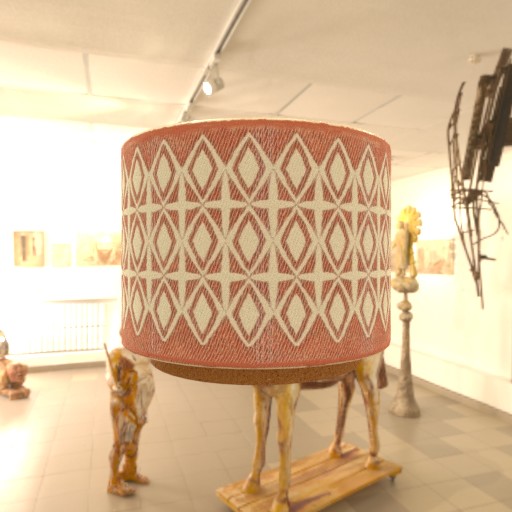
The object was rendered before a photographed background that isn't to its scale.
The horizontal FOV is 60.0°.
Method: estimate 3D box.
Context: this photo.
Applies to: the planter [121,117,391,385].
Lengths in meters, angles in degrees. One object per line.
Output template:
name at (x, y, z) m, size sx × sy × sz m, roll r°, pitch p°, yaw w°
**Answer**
planter at (0.000, 0.000, 0.329) m, size 0.192 × 0.148 × 0.192 m, roll 0°, pitch 0°, yaw 0°
